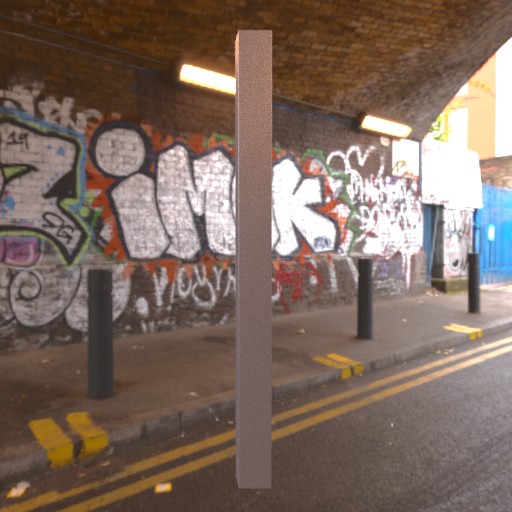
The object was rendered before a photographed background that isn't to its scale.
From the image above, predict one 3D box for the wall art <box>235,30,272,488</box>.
[{"bbox_3d":[0.000,0.000,0.511,0.028,0.349,0.349,0,2,1],"label":"wall art"}]
